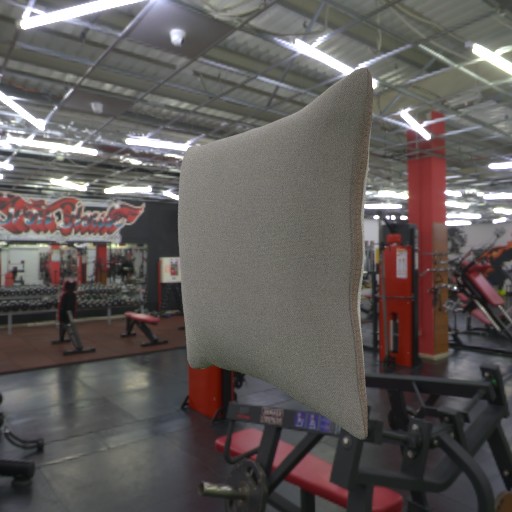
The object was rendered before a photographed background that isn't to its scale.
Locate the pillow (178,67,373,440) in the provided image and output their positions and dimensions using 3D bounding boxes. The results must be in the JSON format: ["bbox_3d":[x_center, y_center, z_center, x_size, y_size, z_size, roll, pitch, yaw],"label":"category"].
[{"bbox_3d":[0.000,0.000,0.638,0.173,0.401,0.416,0,-1,-35],"label":"pillow"}]
